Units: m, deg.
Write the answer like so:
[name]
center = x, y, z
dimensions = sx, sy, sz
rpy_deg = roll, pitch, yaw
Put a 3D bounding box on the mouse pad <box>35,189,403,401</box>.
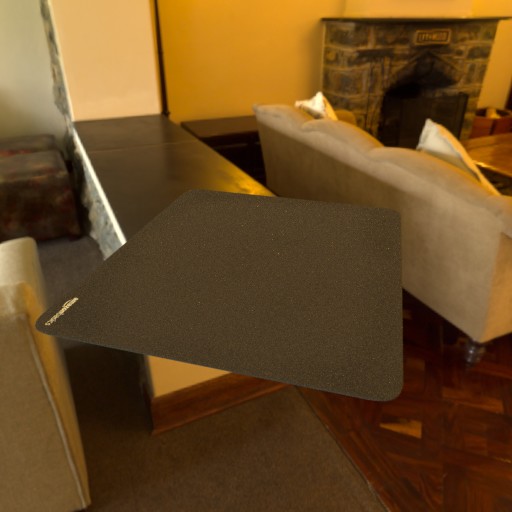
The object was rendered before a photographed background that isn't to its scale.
[mouse pad]
center = 0.000, 0.000, 0.622
dimensions = 0.393, 0.002, 0.451
rpy_deg = 8, 30, 14
